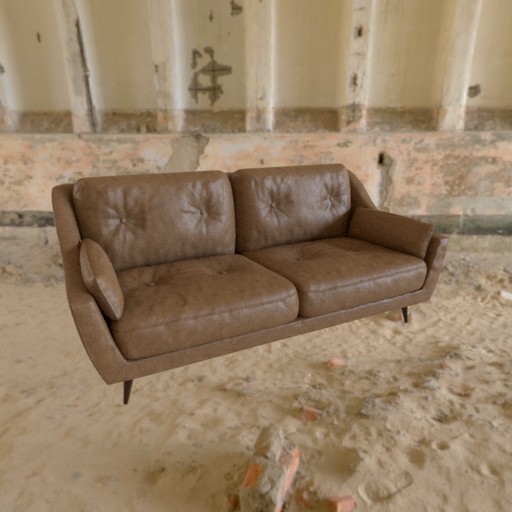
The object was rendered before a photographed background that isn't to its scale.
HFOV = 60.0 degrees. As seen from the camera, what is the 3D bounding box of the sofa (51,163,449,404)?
[{"bbox_3d":[0.000,0.000,2.314,1.902,0.839,0.904,-9,19,-27],"label":"sofa"}]
